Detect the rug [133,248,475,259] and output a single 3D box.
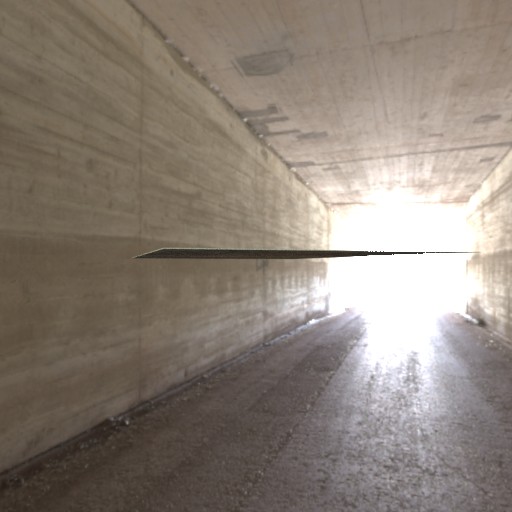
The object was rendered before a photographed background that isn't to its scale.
[{"bbox_3d":[0.000,0.000,3.023,1.566,0.004,2.363,0,-1,-18],"label":"rug"}]
